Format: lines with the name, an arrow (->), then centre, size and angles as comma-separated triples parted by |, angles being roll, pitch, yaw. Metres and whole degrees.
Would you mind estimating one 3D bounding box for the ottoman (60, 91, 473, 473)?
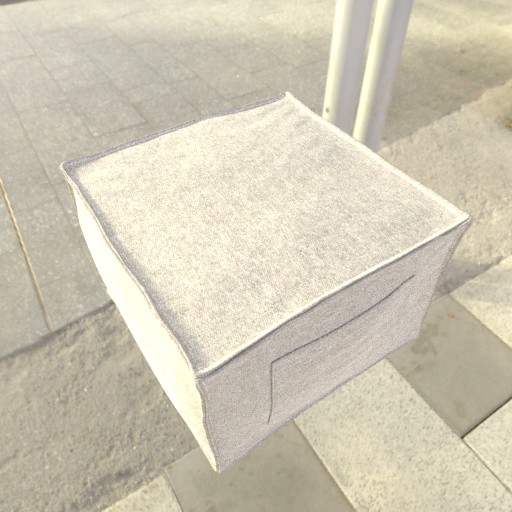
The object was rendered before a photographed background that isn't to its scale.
ottoman -> 0.000, 0.000, 1.137 | 0.707, 0.470, 0.696 | -26, 52, -23
